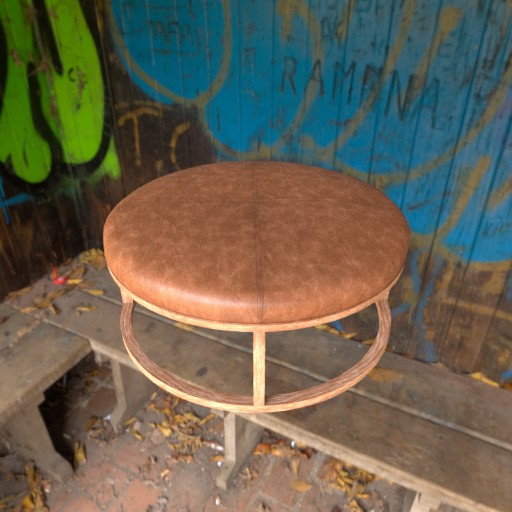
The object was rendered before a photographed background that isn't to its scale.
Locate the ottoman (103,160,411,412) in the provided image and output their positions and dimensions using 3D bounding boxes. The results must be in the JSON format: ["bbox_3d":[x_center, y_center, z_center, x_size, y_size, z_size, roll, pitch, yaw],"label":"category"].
[{"bbox_3d":[0.000,0.000,1.581,1.006,0.445,1.006,0,32,0],"label":"ottoman"}]
